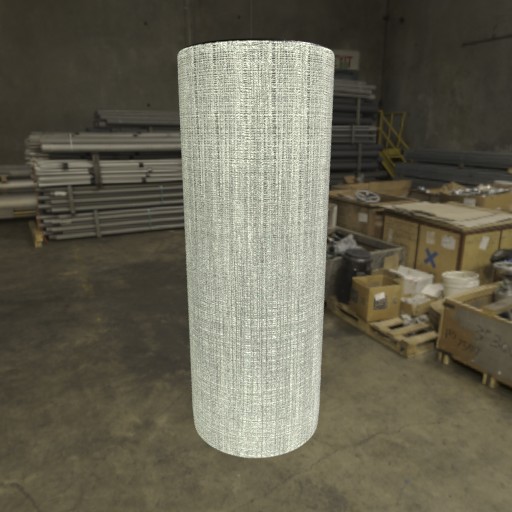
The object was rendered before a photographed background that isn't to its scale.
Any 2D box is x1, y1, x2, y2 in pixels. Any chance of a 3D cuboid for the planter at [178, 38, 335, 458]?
[{"bbox_3d":[0.000,0.000,0.321,0.100,0.270,0.100,-7,17,-25],"label":"planter"}]
